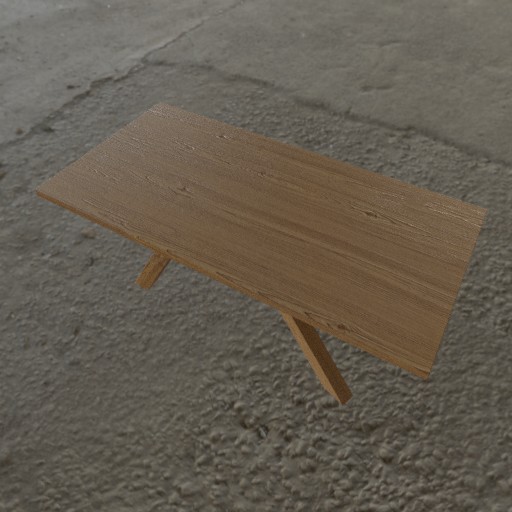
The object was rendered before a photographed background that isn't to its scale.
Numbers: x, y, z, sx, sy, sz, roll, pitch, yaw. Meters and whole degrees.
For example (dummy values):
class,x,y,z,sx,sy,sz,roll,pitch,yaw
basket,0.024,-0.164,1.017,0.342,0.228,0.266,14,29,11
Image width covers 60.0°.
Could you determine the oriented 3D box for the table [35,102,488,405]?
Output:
class,x,y,z,sx,sy,sz,roll,pitch,yaw
table,0.000,0.000,2.240,1.797,0.750,0.901,24,52,20
